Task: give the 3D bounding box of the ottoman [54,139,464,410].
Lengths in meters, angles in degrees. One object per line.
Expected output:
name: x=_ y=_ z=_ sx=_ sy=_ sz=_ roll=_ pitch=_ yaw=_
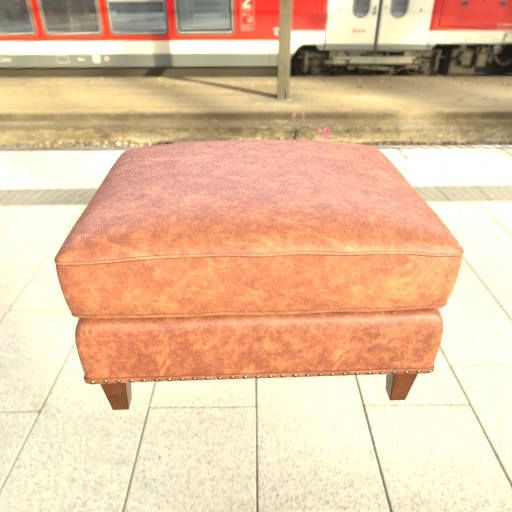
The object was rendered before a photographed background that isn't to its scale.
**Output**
ottoman: x=0.000 y=0.000 z=1.104 sx=0.742 sy=0.486 sz=0.586 roll=-1 pitch=32 yaw=-2
